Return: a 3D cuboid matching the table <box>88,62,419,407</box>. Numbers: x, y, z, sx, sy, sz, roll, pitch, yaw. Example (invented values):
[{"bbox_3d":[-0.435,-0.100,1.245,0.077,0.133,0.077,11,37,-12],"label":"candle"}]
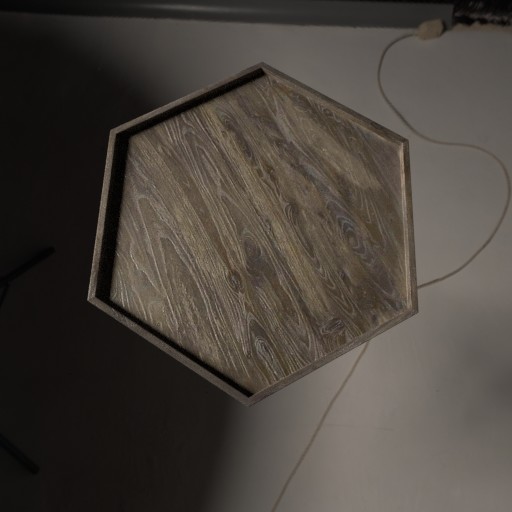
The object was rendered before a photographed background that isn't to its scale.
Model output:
[{"bbox_3d":[0.000,0.000,1.119,0.592,0.586,0.683,2,75,1],"label":"table"}]
